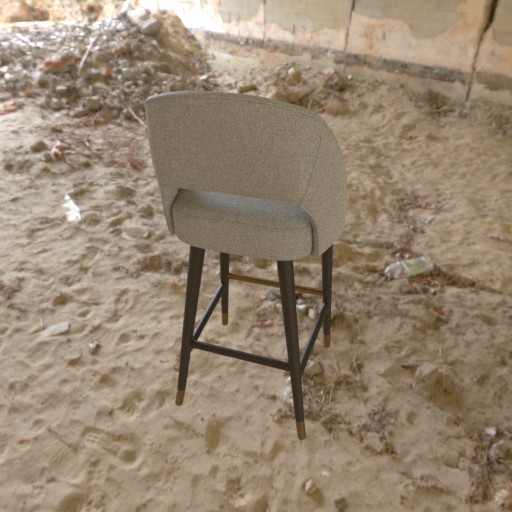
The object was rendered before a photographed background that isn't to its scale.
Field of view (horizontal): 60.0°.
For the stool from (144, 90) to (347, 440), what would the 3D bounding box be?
[{"bbox_3d":[0.000,0.000,1.331,0.494,1.037,0.509,10,33,15],"label":"stool"}]
